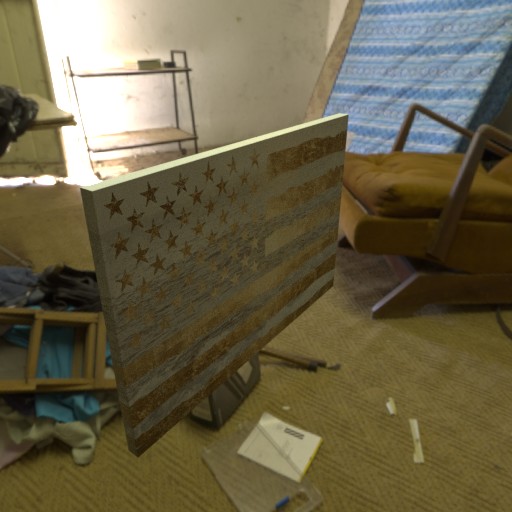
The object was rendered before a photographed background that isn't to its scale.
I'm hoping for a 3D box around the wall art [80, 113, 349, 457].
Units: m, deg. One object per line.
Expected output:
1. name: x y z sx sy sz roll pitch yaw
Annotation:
1. wall art: 0.000 0.000 1.465 0.041 0.762 1.145 18 32 32
